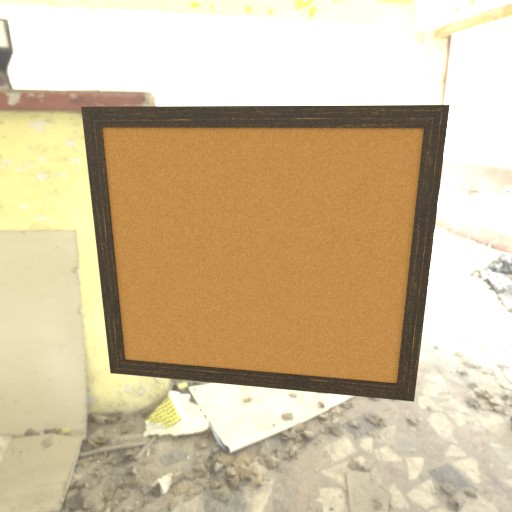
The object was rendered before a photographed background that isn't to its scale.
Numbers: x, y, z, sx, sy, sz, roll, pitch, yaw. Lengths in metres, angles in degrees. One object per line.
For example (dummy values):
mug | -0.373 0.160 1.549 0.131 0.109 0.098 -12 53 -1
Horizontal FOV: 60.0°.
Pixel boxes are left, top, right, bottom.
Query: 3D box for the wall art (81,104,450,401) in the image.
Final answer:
wall art | 0.000 0.000 0.516 0.381 0.330 0.031 3 17 9
